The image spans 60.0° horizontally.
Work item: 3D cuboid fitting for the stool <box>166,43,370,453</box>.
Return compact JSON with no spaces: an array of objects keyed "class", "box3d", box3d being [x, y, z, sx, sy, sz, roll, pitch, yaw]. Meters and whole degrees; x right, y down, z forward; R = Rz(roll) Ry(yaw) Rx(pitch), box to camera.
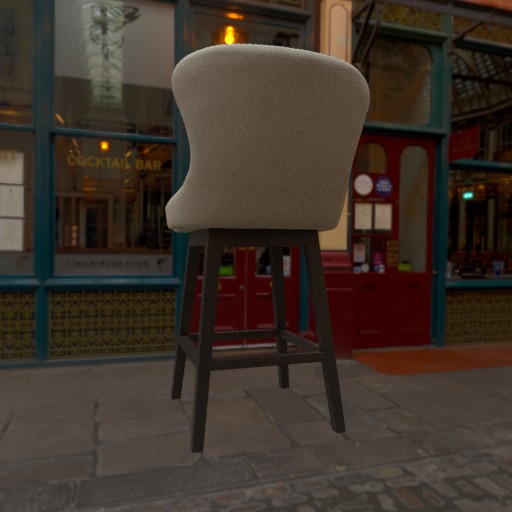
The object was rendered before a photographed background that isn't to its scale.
[{"class":"stool","box3d":[0.000,0.000,1.296,0.528,0.971,0.593,0,0,-18]}]
